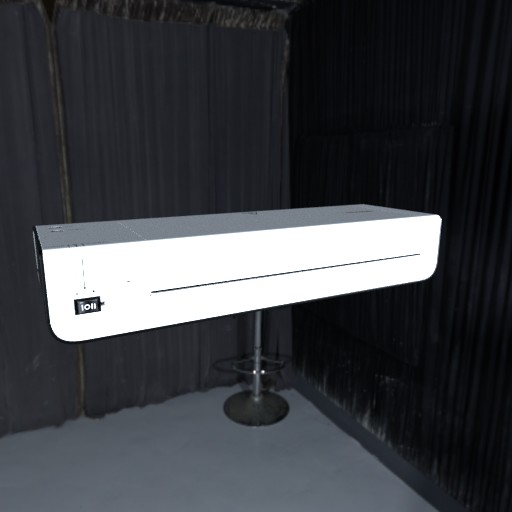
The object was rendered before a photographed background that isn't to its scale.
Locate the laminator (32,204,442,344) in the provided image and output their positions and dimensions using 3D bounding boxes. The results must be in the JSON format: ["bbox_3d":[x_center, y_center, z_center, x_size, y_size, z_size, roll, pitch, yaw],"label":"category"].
[{"bbox_3d":[0.000,0.000,0.386,0.340,0.062,0.123,-7,15,-27],"label":"laminator"}]
